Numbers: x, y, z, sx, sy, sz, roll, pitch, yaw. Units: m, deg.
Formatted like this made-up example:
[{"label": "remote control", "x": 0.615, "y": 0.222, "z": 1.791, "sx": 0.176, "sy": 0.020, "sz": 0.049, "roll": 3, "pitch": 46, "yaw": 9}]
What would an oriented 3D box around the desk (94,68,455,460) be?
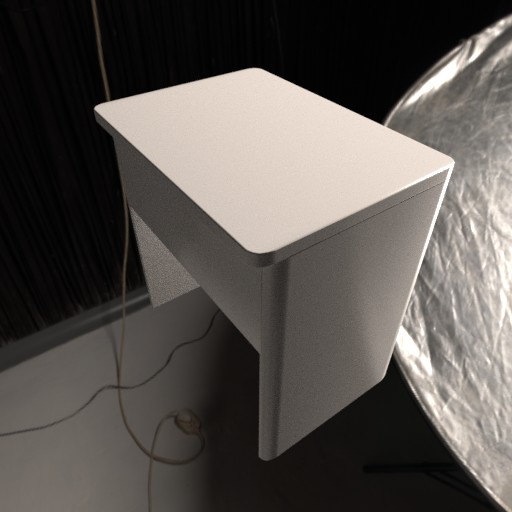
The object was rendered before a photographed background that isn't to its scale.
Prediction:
[{"label": "desk", "x": 0.000, "y": 0.000, "z": 1.334, "sx": 0.549, "sy": 0.800, "sz": 0.762, "roll": -25, "pitch": 47, "yaw": -26}]
